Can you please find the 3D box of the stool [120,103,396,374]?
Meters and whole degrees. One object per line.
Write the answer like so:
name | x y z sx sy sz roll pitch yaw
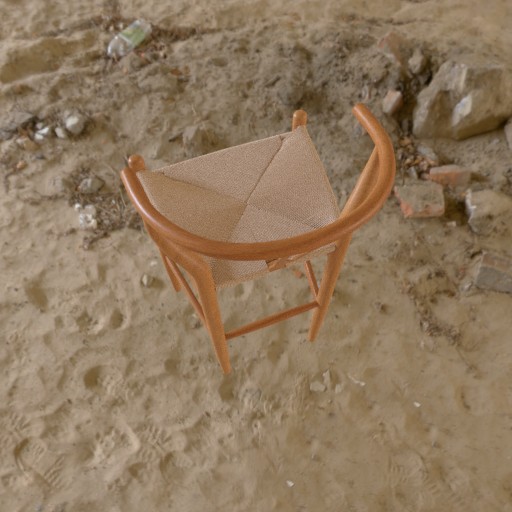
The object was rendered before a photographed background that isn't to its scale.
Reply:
stool | 0.000 0.000 1.313 0.569 0.970 0.579 -18 60 -11
